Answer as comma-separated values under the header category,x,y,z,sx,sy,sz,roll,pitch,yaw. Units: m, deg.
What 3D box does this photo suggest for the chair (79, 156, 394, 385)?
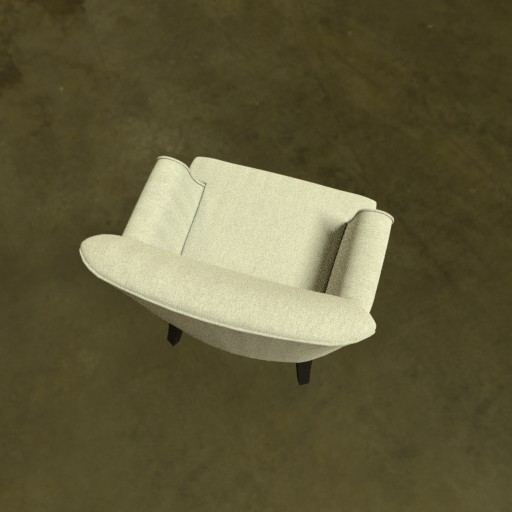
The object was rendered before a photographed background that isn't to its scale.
category,x,y,z,sx,sy,sz,roll,pitch,yaw
chair,0.000,0.000,1.481,0.781,0.875,0.750,15,65,7
